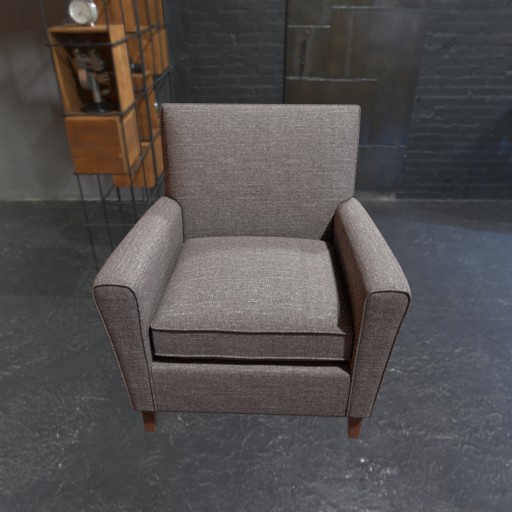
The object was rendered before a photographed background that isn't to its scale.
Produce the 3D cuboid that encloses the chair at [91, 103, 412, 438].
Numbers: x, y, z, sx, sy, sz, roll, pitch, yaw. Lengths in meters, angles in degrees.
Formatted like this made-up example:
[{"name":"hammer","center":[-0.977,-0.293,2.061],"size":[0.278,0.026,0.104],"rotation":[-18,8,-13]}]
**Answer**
[{"name":"chair","center":[0.000,0.000,1.584],"size":[0.838,0.885,0.875],"rotation":[1,31,2]}]
